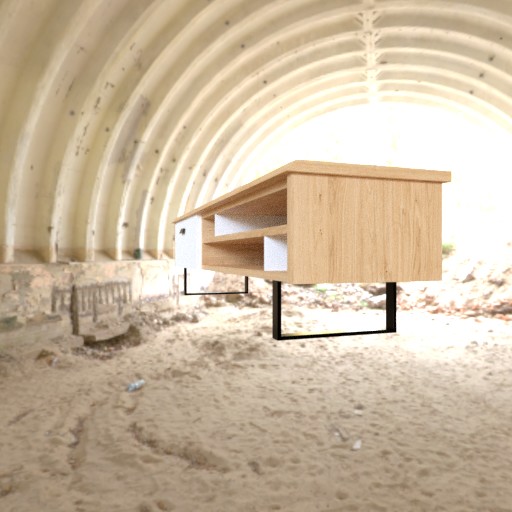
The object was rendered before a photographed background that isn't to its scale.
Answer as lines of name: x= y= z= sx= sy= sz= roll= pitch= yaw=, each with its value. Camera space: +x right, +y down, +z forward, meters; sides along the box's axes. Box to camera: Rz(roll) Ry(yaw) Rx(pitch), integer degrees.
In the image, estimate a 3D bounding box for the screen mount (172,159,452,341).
screen mount: x=0.000 y=0.000 z=1.841 sx=0.450 sy=0.430 sz=1.700 roll=0 pitch=0 yaw=-19
